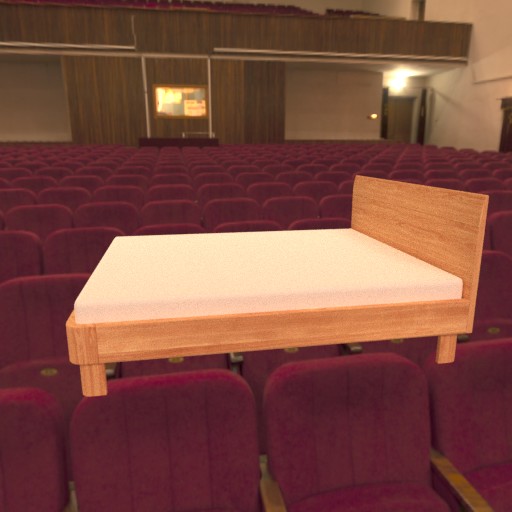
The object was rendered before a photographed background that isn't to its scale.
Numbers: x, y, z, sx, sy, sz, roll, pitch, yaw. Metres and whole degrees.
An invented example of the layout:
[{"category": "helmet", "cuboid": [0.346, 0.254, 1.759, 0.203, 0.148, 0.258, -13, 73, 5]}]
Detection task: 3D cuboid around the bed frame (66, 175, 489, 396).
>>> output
[{"category": "bed frame", "cuboid": [0.000, 0.000, 2.961, 2.092, 0.940, 1.660, -3, 14, -10]}]
